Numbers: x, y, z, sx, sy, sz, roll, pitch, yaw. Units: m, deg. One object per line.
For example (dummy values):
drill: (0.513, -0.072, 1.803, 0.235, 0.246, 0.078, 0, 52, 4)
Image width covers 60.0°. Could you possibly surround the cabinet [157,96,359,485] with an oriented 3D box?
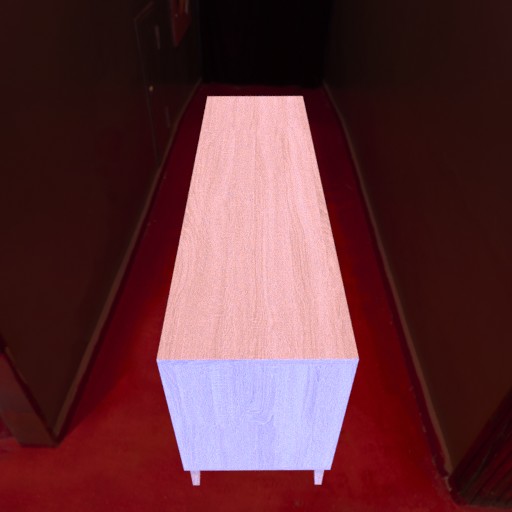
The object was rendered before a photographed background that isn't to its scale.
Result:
cabinet: (0.000, 0.000, 1.970, 0.500, 0.780, 1.649, 0, 42, 0)
